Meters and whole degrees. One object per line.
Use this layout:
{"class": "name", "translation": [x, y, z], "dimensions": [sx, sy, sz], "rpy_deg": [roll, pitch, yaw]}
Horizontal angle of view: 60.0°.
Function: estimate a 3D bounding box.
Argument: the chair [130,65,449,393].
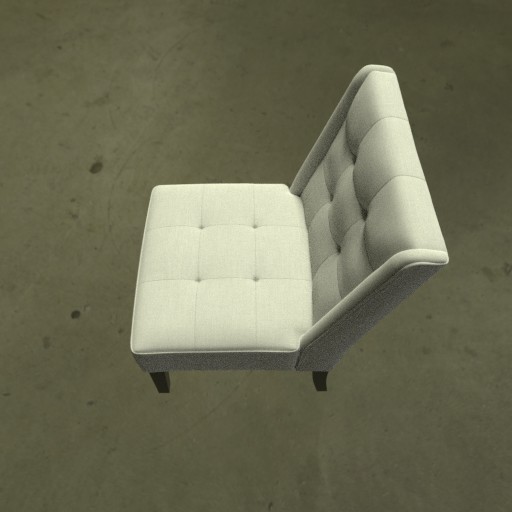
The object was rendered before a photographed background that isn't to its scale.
{"class": "chair", "translation": [0.000, 0.000, 1.262], "dimensions": [0.676, 0.853, 0.569], "rpy_deg": [-1, 58, 0]}
